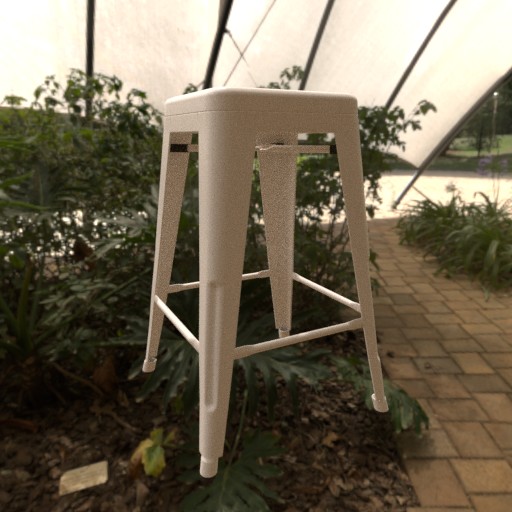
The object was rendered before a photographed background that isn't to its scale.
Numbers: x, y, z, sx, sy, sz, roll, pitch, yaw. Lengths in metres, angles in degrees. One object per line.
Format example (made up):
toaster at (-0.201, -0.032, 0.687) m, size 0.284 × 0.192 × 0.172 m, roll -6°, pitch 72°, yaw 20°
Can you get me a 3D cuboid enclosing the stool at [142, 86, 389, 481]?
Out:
stool at (0.000, 0.000, 0.897) m, size 0.406 × 0.610 × 0.406 m, roll -8°, pitch 17°, yaw -27°
